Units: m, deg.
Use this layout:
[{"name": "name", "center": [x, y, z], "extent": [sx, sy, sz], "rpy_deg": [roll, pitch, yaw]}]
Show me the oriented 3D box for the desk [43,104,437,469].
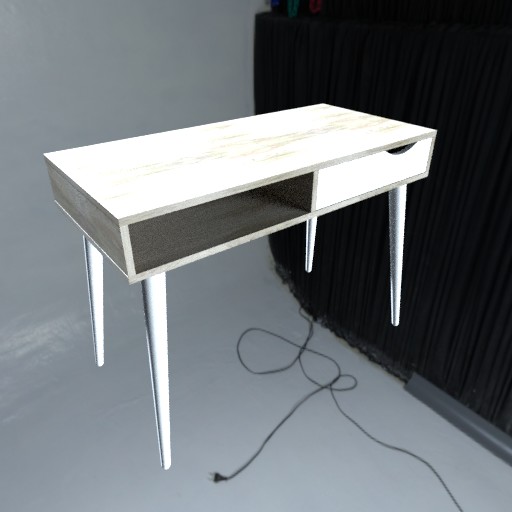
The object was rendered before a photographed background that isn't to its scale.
[{"name": "desk", "center": [0.000, 0.000, 1.387], "extent": [0.979, 0.723, 0.491], "rpy_deg": [-21, 37, -32]}]
